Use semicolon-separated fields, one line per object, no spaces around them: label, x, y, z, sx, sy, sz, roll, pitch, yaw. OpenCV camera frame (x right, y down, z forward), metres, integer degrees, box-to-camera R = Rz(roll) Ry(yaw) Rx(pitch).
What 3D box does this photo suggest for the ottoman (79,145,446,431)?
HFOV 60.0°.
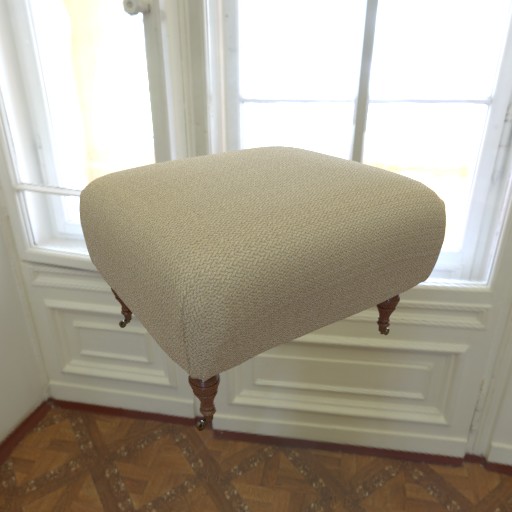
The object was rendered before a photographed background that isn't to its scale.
ottoman;0.000;0.000;1.084;0.684;0.447;0.622;-17;30;-32
